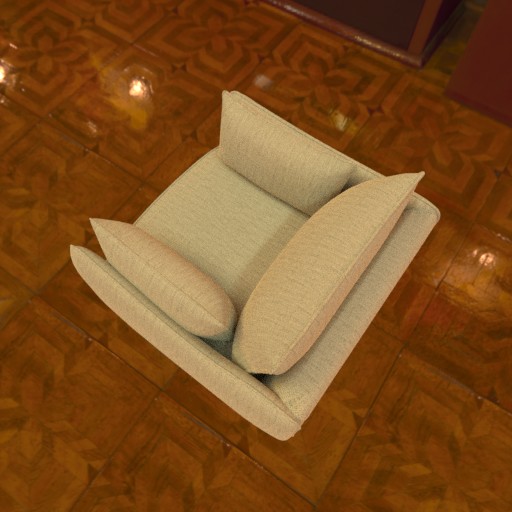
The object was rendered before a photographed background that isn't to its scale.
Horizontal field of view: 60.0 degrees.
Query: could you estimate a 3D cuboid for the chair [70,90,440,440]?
[{"bbox_3d":[0.000,0.000,1.734,0.991,0.855,0.994,34,69,15],"label":"chair"}]
